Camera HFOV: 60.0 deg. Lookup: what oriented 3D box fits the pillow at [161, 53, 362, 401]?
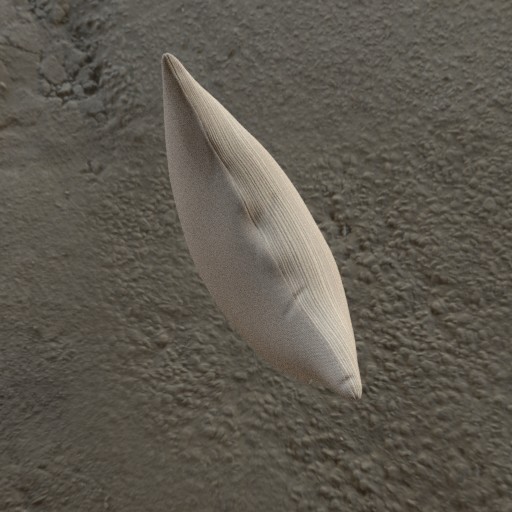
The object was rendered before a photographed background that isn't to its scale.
[{"bbox_3d":[0.000,0.000,0.783,0.204,0.497,0.512,-27,78,-6],"label":"pillow"}]
